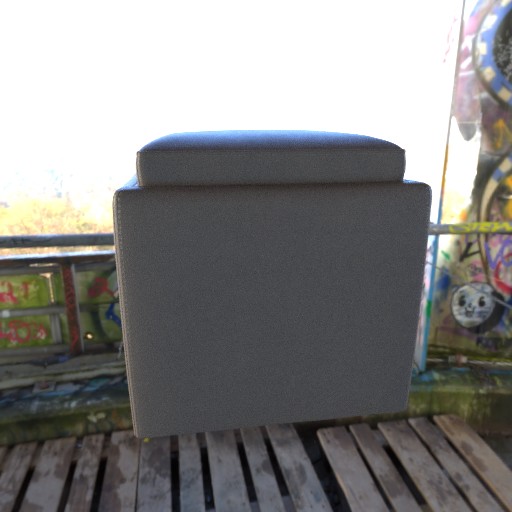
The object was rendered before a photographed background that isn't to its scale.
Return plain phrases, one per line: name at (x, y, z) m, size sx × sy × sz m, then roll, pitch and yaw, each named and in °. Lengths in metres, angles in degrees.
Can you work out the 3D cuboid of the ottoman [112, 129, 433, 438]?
ottoman at (0.000, 0.000, 0.835) m, size 0.450 × 0.460 × 0.451 m, roll -3°, pitch 16°, yaw -9°
